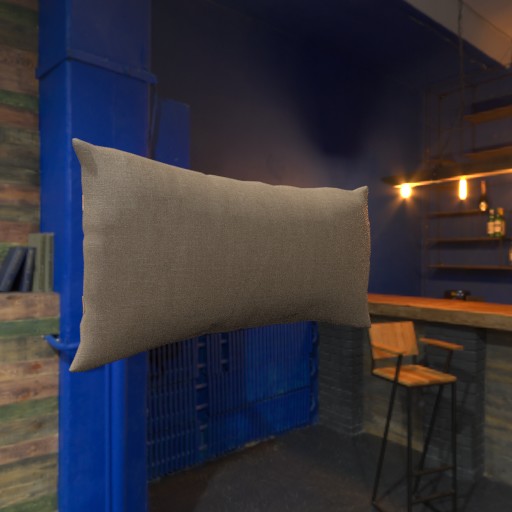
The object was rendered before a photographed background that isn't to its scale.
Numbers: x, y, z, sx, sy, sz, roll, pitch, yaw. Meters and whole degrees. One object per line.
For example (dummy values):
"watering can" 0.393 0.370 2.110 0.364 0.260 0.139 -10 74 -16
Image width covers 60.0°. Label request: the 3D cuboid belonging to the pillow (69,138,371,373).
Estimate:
"pillow" 0.000 0.000 0.763 0.612 0.308 0.148 0 0 -37
